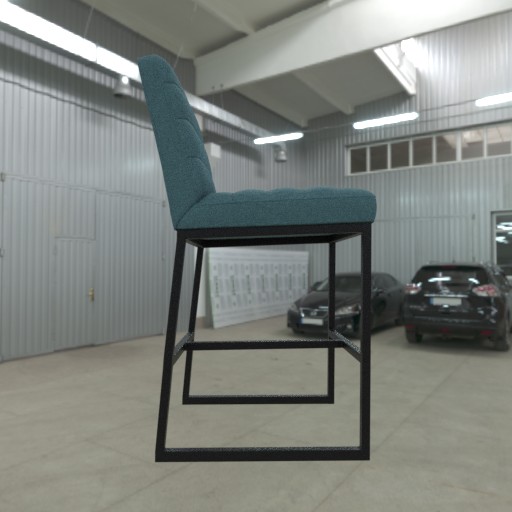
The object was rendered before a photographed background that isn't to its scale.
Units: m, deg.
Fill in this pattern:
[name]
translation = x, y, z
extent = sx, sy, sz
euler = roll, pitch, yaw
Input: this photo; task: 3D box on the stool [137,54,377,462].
[stool]
translation = 0.000, 0.000, 1.231
extent = 0.560, 0.940, 0.460
euler = 0, -1, -1
